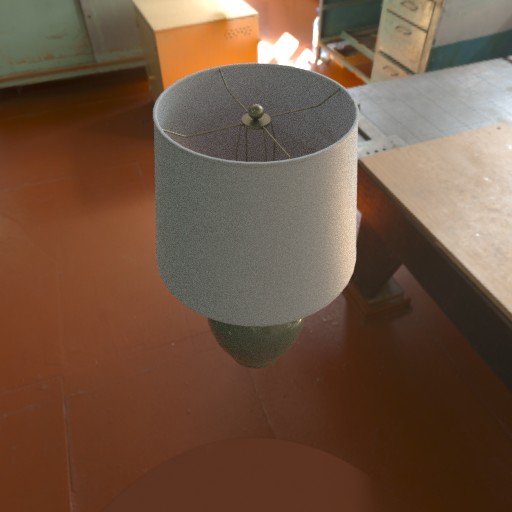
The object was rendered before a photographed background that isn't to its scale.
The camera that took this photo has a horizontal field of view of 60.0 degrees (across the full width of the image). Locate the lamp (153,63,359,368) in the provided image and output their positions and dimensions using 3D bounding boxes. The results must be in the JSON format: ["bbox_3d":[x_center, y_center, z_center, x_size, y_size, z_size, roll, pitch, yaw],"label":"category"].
[{"bbox_3d":[0.000,0.000,0.551,0.239,0.399,0.239,0,46,0],"label":"lamp"}]
